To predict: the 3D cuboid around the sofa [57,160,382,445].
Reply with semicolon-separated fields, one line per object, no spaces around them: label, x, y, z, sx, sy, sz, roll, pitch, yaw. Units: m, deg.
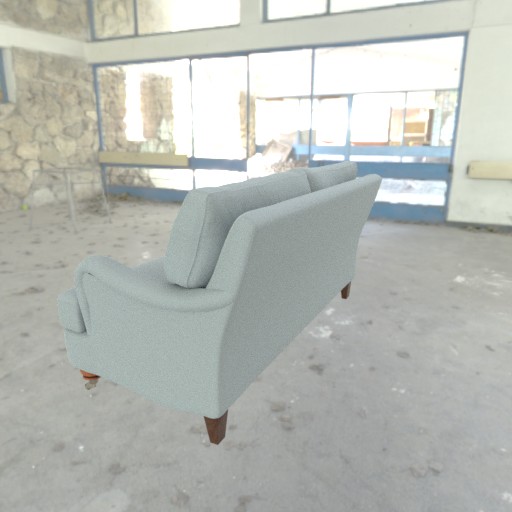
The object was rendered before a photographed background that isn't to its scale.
sofa;0.000;0.000;2.760;1.069;1.096;2.193;7;17;26
